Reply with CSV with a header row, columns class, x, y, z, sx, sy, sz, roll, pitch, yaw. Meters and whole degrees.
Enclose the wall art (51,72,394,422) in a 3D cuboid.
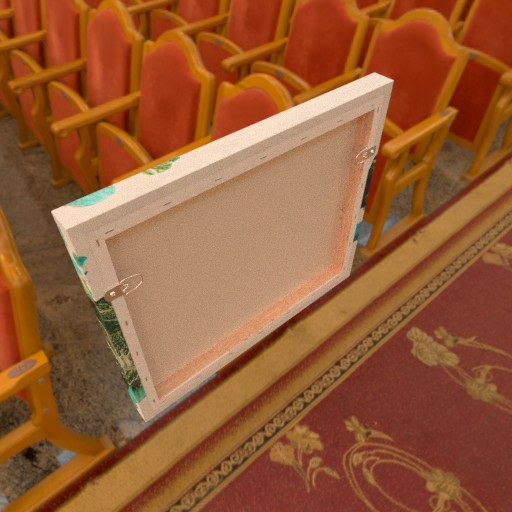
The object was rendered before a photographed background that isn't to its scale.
class,x,y,z,sx,sy,sz,roll,pitch,yaw
wall art,0.000,0.000,0.706,0.507,0.435,0.041,-31,53,-27
